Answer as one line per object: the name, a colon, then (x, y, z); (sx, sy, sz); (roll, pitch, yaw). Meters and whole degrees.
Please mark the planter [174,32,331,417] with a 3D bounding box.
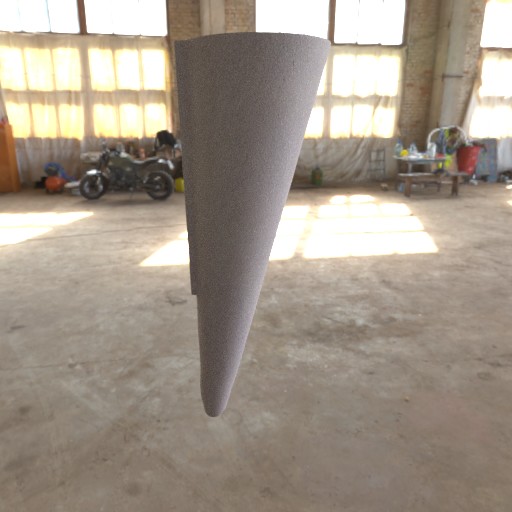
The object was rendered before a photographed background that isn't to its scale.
planter: (0.000, 0.000, 0.297); (0.087, 0.259, 0.078); (3, 17, 9)
